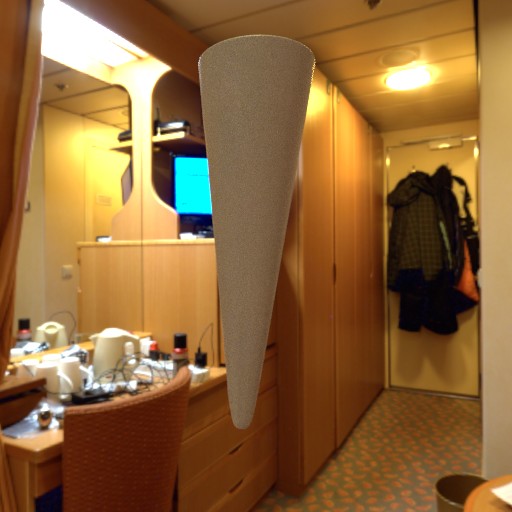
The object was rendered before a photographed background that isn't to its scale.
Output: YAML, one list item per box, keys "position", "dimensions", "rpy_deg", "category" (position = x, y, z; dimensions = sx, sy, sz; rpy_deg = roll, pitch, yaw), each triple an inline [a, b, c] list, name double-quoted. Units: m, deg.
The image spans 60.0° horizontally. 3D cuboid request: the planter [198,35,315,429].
- position: [0.000, 0.000, 0.223]
  dimensions: [0.057, 0.191, 0.064]
  rpy_deg: [0, 0, -19]
  category: "planter"
